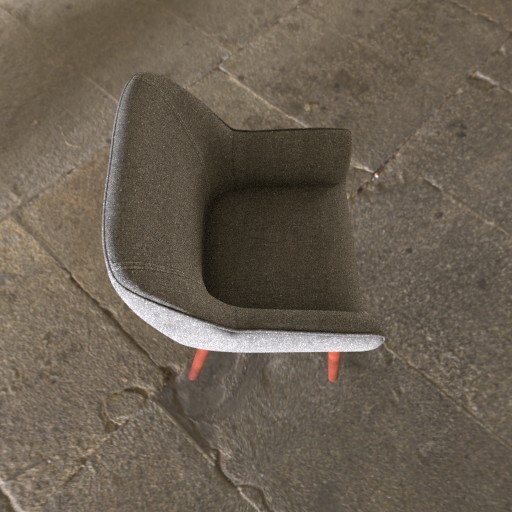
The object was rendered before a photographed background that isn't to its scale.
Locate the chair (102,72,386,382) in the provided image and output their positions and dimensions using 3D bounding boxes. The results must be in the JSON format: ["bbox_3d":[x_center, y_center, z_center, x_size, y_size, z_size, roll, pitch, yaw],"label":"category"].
[{"bbox_3d":[0.000,0.000,1.122,0.519,0.803,0.543,-2,64,-1],"label":"chair"}]
